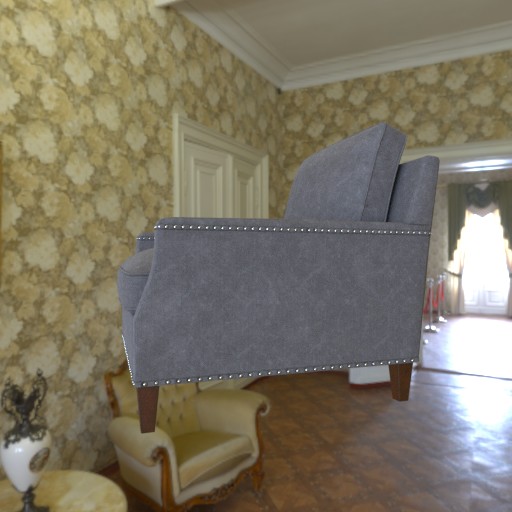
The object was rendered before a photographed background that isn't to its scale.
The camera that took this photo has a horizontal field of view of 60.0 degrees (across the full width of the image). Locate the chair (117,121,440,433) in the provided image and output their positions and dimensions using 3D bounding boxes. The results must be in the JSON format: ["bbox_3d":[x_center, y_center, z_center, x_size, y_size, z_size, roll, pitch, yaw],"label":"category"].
[{"bbox_3d":[0.000,0.000,1.703,1.014,0.948,0.853,0,0,-19],"label":"chair"}]
